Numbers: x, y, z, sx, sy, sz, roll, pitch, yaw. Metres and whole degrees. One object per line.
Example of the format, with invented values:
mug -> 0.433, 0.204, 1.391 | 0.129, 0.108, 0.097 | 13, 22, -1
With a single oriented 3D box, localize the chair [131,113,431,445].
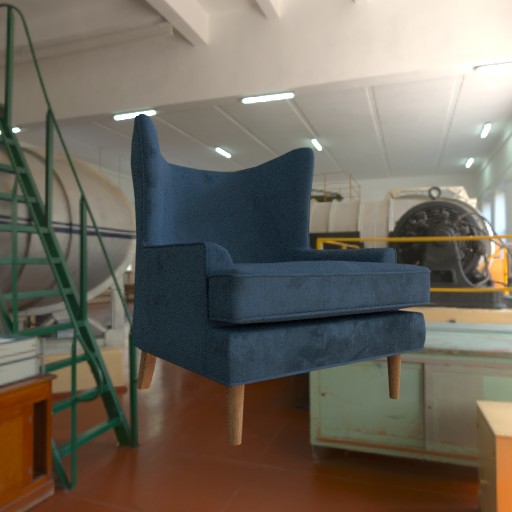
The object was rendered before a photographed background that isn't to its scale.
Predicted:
chair -> 0.000, 0.000, 1.583 | 0.793, 0.952, 0.910 | 1, -1, -36
